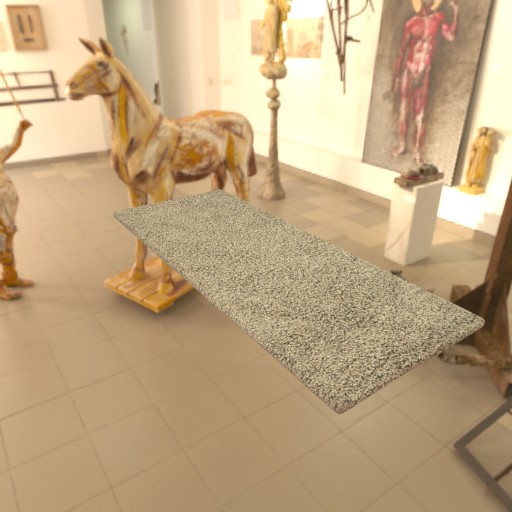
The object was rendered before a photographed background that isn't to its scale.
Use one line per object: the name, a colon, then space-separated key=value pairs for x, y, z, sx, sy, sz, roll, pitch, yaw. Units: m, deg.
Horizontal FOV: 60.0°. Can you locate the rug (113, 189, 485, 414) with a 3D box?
rug: x=0.000 y=0.000 z=1.723 sx=0.609 sy=0.030 sz=1.524 roll=-18 pitch=32 yaw=-31
